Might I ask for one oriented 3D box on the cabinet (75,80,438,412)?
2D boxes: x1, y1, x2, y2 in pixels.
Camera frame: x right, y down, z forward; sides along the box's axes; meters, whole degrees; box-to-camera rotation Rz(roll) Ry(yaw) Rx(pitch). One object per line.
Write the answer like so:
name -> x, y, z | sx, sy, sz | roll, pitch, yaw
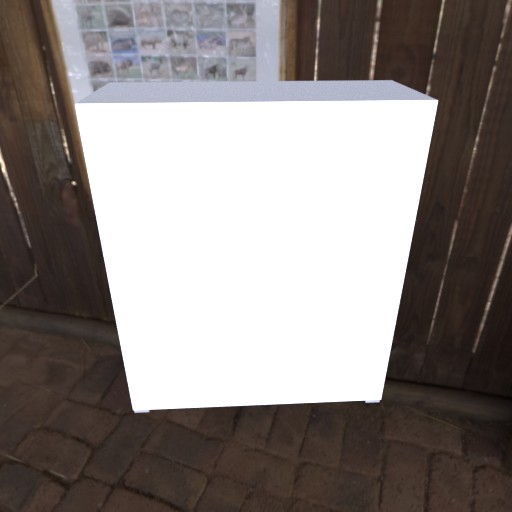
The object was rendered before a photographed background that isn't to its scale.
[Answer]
cabinet -> 0.000, 0.000, 1.681 | 1.000, 1.190, 0.400 | -2, 29, -3
